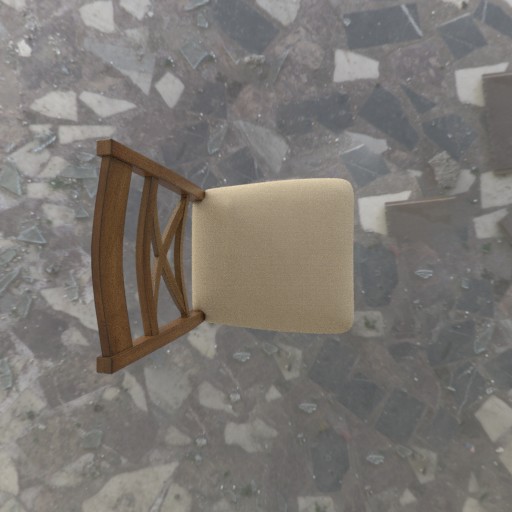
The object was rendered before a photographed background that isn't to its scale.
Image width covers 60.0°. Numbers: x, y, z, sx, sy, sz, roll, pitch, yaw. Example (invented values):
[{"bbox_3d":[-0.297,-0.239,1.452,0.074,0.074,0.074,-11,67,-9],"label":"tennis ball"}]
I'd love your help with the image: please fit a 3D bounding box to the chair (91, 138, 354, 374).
[{"bbox_3d":[0.000,0.000,1.240,0.581,0.949,0.461,0,90,0],"label":"chair"}]
